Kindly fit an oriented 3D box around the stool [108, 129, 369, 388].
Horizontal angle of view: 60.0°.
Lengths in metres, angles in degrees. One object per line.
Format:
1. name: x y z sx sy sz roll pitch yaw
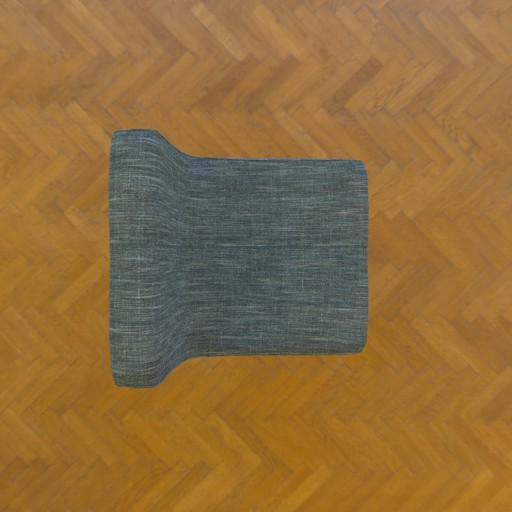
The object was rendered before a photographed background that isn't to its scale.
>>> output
1. stool: 0.000 0.000 1.072 0.459 0.835 0.395 0 91 0
